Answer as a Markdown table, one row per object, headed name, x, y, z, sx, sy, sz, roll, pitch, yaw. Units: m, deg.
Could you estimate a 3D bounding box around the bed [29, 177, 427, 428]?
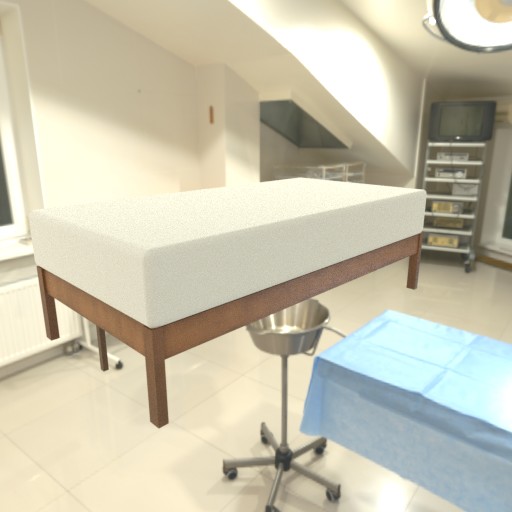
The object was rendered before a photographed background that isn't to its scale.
| name | x | y | z | sx | sy | sz | roll | pitch | yaw |
| --- | --- | --- | --- | --- | --- | --- | --- | --- | --- |
| bed | 0.000 | 0.000 | 2.359 | 0.961 | 0.616 | 1.902 | 15 | 22 | 43 |
